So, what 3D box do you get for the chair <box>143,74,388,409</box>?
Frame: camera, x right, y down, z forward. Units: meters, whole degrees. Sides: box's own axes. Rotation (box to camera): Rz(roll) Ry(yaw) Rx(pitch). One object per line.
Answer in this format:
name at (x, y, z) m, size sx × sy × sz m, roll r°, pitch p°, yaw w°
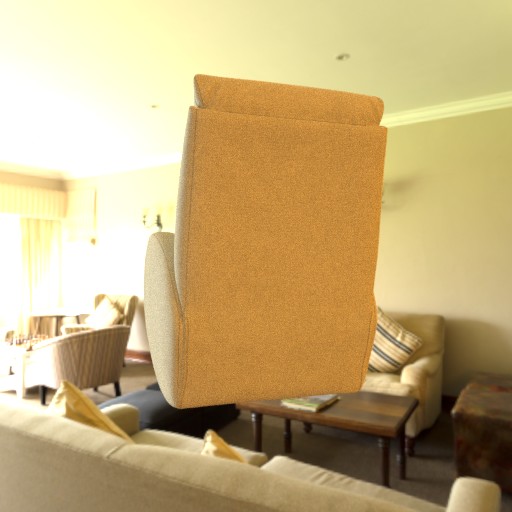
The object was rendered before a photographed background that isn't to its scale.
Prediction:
chair at (0.000, 0.000, 1.706) m, size 0.812 × 1.015 × 0.941 m, roll 0°, pitch -1°, yaw -16°
